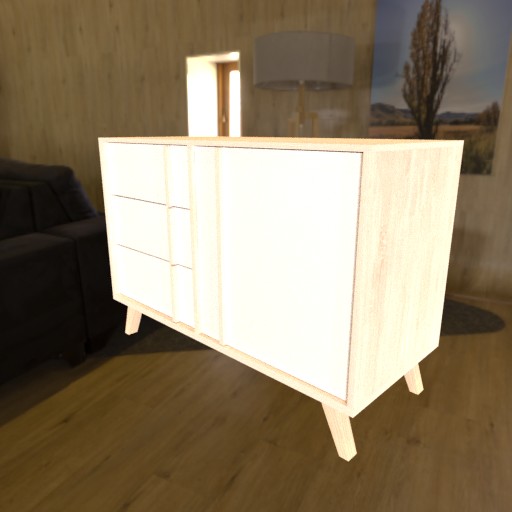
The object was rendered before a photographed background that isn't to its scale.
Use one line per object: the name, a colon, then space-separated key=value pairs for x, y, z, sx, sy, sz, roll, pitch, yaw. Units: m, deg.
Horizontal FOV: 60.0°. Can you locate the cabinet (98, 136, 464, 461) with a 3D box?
cabinet: x=0.000 y=0.000 z=1.526 sx=1.110 sy=0.780 sz=0.500 roll=15 pitch=22 yaw=42
